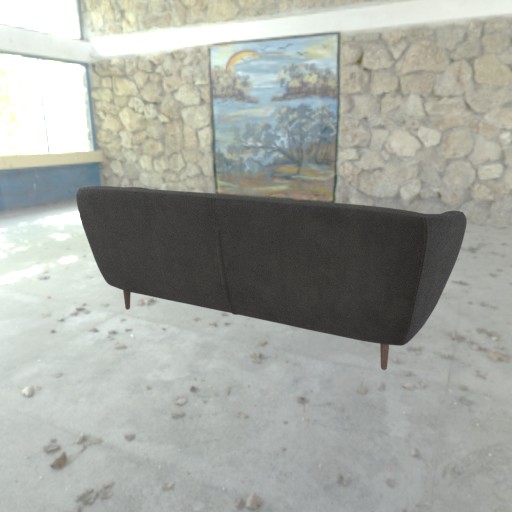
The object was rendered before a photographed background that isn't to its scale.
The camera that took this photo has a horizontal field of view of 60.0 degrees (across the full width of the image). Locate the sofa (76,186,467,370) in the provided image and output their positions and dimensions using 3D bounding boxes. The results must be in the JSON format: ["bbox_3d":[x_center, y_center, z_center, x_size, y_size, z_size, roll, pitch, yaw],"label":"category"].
[{"bbox_3d":[0.000,0.000,2.755,2.296,0.875,0.956,8,18,26],"label":"sofa"}]
